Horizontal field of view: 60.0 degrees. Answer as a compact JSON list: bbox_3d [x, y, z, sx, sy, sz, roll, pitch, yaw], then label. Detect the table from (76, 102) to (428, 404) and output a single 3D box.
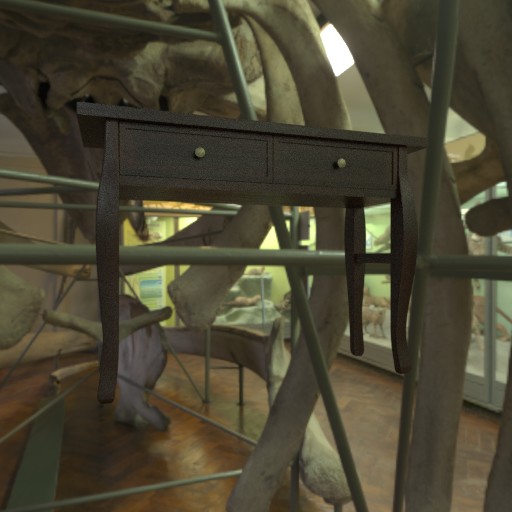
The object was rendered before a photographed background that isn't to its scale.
[{"bbox_3d":[0.000,0.000,1.440,1.062,0.768,0.373,0,0,-19],"label":"table"}]
